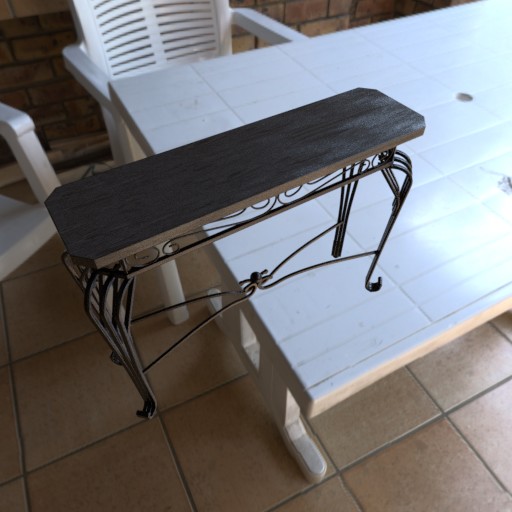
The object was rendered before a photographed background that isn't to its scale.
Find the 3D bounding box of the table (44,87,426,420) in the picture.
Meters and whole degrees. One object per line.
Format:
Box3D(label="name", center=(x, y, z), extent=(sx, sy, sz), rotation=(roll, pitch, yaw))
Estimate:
Box3D(label="table", center=(0.000, 0.000, 1.491), extent=(1.112, 0.800, 0.329), rotation=(-25, 51, -22))
